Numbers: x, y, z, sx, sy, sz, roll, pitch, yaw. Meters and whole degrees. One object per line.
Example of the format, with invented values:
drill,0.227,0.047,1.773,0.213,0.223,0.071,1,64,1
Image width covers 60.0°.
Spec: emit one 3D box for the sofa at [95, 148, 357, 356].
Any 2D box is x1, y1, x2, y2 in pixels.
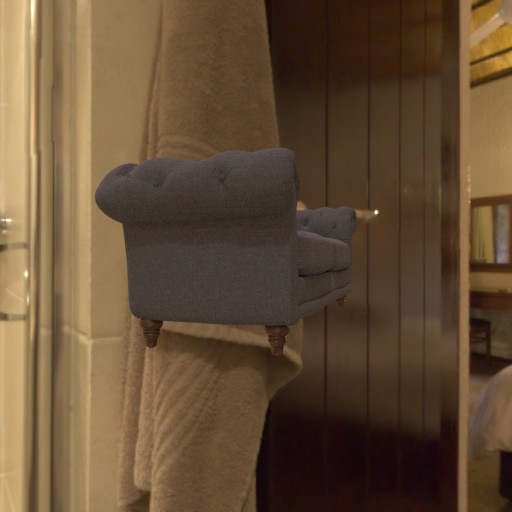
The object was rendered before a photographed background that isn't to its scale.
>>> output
sofa,0.000,0.000,2.840,1.046,0.836,2.335,0,0,19
